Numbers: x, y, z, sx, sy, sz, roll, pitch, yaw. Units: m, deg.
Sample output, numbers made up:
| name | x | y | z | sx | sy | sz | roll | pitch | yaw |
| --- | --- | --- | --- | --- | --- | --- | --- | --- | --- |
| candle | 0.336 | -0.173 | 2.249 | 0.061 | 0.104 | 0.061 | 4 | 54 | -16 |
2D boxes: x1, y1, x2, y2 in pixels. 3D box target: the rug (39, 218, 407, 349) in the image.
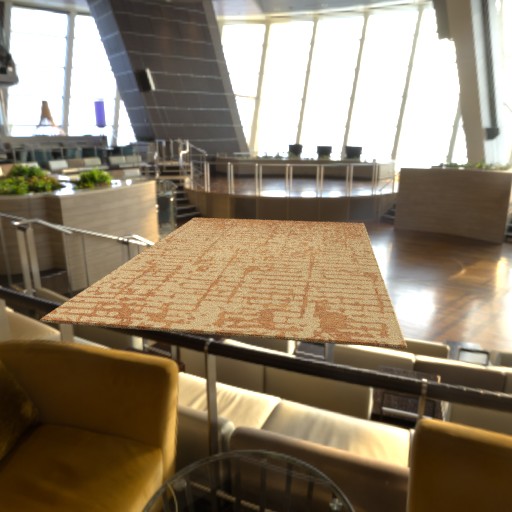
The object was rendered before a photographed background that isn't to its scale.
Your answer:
| name | x | y | z | sx | sy | sz | roll | pitch | yaw |
| --- | --- | --- | --- | --- | --- | --- | --- | --- | --- |
| rug | 0.000 | 0.000 | 2.295 | 1.219 | 0.011 | 1.829 | 3 | 16 | 9 |
